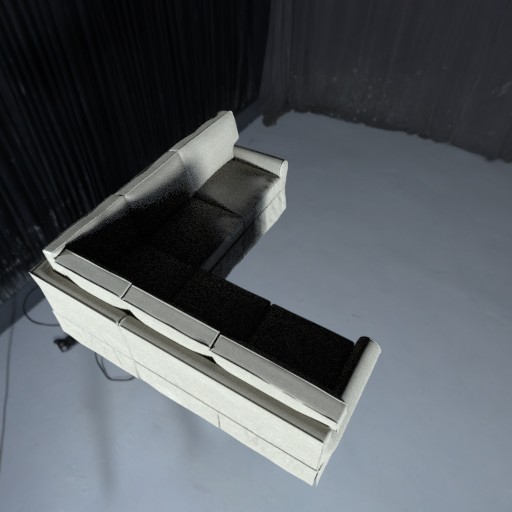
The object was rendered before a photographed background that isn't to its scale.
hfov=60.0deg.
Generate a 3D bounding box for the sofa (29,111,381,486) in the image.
[{"bbox_3d":[0.000,0.000,3.994,2.618,1.081,2.623,24,52,20],"label":"sofa"}]
